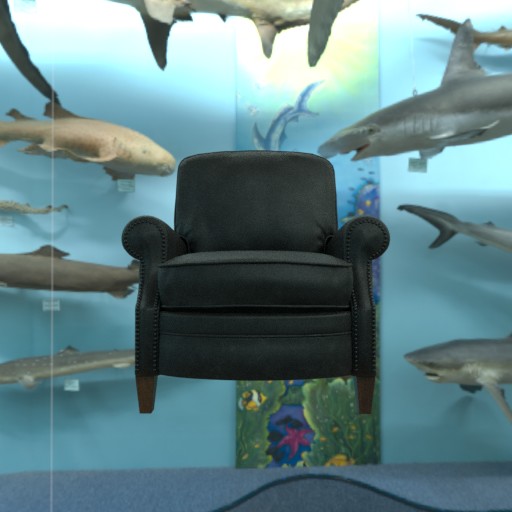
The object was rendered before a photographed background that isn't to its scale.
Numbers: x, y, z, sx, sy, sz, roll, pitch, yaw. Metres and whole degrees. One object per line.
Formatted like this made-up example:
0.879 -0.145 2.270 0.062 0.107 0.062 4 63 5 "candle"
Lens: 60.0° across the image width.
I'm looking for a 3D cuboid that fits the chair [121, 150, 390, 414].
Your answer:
0.000 0.000 1.801 0.936 1.018 0.986 0 0 0 "chair"
